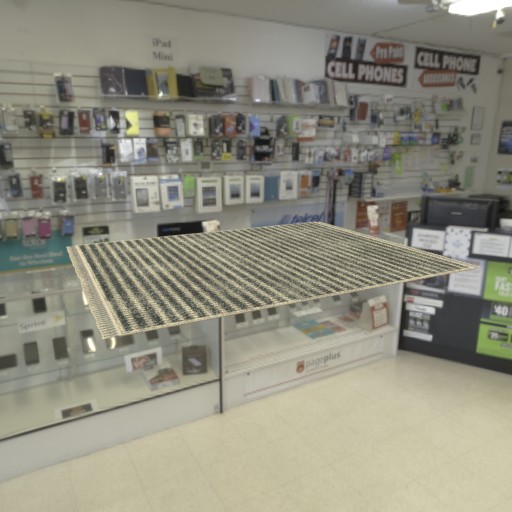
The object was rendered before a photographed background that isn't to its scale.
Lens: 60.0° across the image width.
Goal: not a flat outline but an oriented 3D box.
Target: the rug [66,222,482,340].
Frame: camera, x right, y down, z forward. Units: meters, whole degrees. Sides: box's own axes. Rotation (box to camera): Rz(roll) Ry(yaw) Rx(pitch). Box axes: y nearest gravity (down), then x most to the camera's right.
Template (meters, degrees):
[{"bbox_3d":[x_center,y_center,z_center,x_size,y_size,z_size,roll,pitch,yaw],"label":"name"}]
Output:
[{"bbox_3d":[0.000,0.000,3.874,2.910,0.013,2.256,-7,17,-26],"label":"rug"}]
